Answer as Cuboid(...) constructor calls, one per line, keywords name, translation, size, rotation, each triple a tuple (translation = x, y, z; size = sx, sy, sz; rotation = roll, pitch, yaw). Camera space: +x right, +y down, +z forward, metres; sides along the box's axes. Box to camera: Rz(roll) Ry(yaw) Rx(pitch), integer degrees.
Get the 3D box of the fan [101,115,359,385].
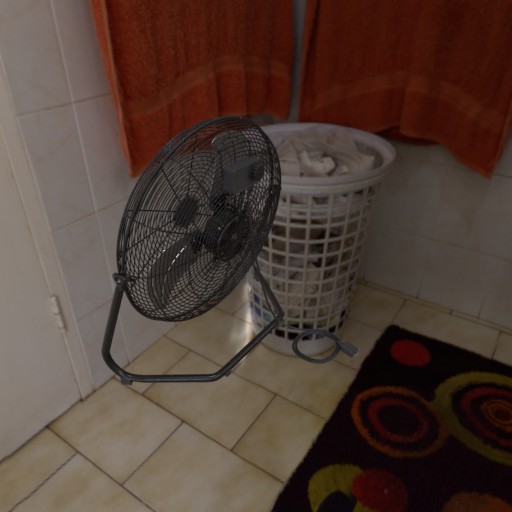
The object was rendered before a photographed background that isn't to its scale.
Cuboid(name="fan", translation=(0.000, 0.000, 0.938), size=(0.424, 0.546, 0.555), rotation=(21, 38, 30))
